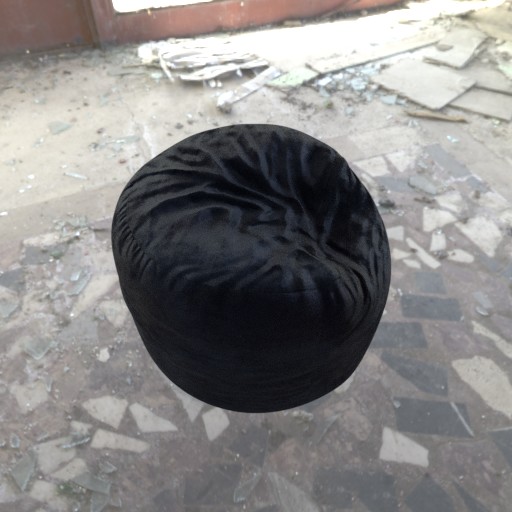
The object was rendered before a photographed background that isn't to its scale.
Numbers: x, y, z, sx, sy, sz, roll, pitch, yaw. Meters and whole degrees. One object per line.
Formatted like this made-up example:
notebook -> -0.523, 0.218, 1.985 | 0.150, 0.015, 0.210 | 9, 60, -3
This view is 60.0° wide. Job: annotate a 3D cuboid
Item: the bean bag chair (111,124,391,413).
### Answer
bean bag chair -> 0.000, 0.000, 1.530 | 0.918, 0.616, 0.918 | 0, 47, 0
